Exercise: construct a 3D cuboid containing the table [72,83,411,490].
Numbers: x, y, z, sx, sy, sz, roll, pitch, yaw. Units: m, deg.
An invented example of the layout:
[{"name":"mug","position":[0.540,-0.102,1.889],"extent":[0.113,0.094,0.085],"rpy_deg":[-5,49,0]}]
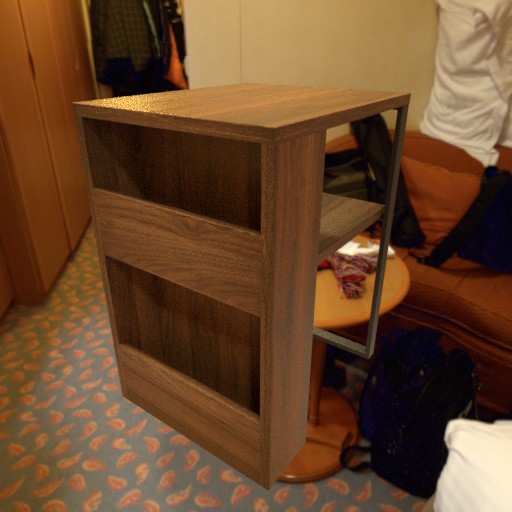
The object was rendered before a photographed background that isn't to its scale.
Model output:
[{"name":"table","position":[0.000,0.000,1.536],"extent":[0.660,1.041,0.786],"rpy_deg":[18,31,32]}]
